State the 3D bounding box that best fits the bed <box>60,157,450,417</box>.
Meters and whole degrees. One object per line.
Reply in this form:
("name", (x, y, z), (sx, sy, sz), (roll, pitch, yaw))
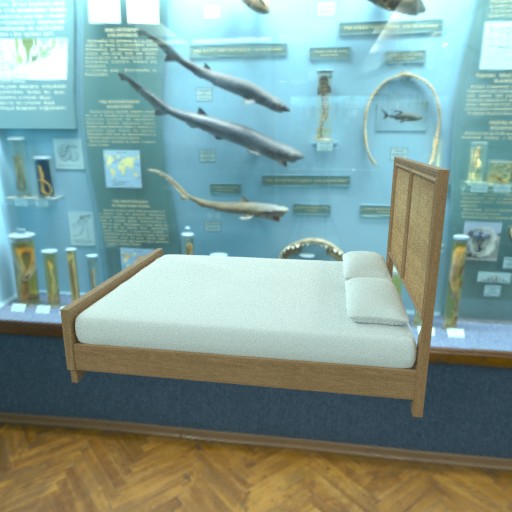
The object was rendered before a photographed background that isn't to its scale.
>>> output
("bed", (0.000, 0.000, 3.282), (2.184, 1.387, 1.606), (2, 15, 9))
